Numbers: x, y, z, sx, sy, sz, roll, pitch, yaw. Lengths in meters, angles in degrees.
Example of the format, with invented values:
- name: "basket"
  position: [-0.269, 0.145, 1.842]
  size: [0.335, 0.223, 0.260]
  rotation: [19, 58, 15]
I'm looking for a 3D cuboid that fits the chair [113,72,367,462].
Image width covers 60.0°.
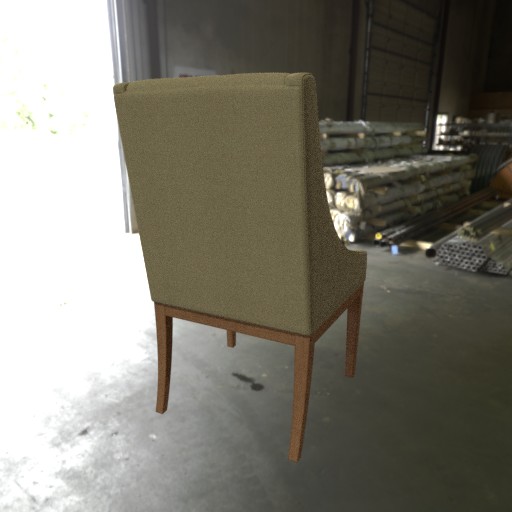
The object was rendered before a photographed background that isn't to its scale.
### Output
- name: "chair"
  position: [0.000, 0.000, 1.414]
  size: [0.575, 1.021, 0.611]
  rotation: [8, 18, 26]
